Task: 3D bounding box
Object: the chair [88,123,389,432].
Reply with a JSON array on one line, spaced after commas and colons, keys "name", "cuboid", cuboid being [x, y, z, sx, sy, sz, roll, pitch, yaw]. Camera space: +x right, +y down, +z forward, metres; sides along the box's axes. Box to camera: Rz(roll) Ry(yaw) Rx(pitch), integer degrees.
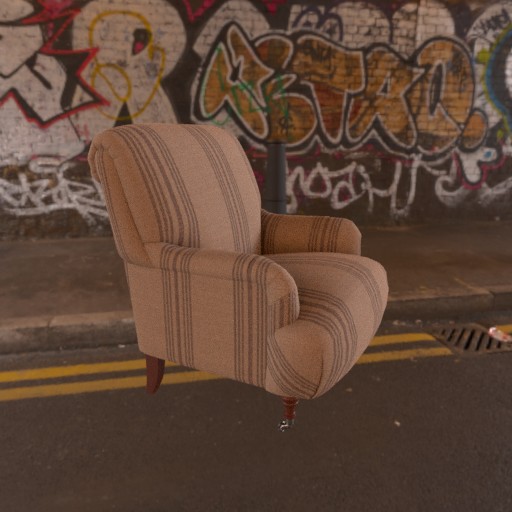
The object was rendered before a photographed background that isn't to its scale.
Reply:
[{"name": "chair", "cuboid": [0.000, 0.000, 1.633, 0.914, 0.940, 0.813, 8, 17, 26]}]
